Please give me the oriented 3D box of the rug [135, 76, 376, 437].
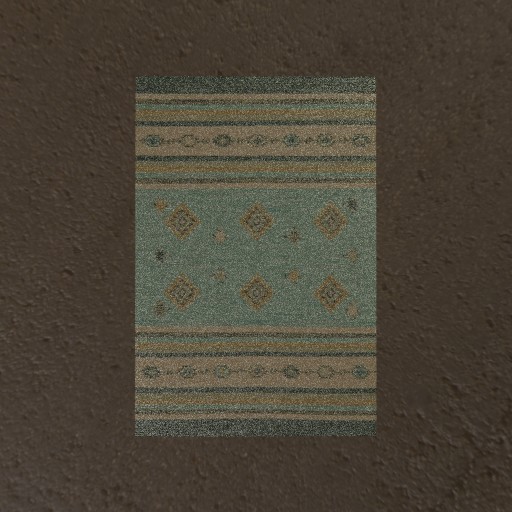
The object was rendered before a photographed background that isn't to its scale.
[{"bbox_3d":[0.000,0.000,2.234,1.212,0.010,1.811,0,90,0],"label":"rug"}]
